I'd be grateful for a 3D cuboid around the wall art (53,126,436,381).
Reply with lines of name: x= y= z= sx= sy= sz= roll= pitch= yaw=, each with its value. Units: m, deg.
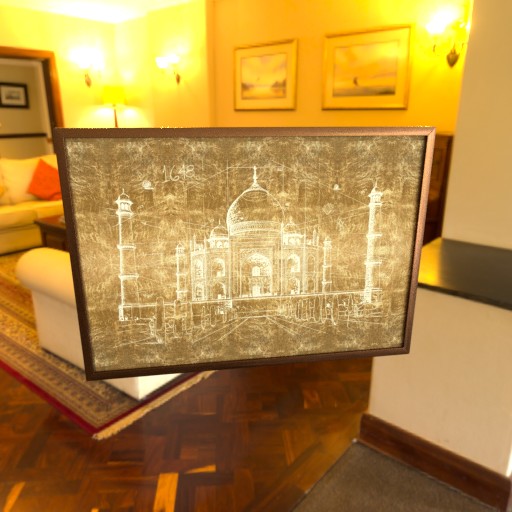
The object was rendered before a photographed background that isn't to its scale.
wall art: x=0.000 y=0.000 z=0.545 sx=0.431 sy=0.304 sz=0.012 roll=-3 pitch=18 yaw=-8
